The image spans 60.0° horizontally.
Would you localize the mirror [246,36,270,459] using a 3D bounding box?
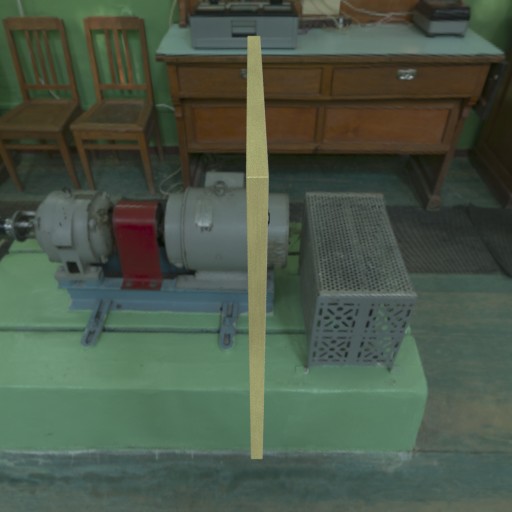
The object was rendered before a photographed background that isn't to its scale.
[{"bbox_3d":[0.000,0.000,1.328,0.040,1.016,0.762,0,42,0],"label":"mirror"}]
